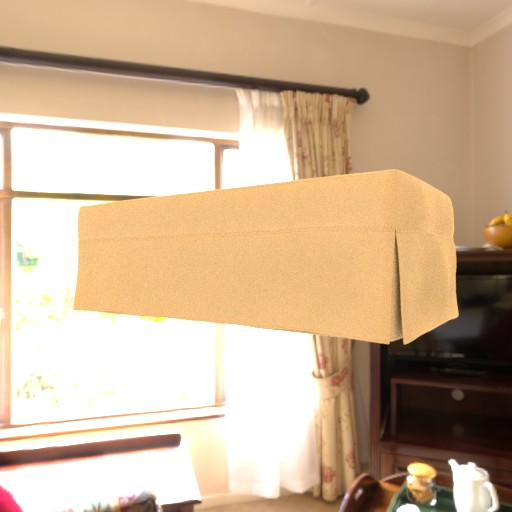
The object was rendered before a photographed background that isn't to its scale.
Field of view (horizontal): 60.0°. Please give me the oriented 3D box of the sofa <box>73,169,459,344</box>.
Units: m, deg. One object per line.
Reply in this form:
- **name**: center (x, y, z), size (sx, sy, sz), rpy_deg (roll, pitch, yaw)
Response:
- **sofa**: center (0.000, 0.000, 2.135), size (1.677, 0.552, 0.939), rpy_deg (0, -1, 34)
